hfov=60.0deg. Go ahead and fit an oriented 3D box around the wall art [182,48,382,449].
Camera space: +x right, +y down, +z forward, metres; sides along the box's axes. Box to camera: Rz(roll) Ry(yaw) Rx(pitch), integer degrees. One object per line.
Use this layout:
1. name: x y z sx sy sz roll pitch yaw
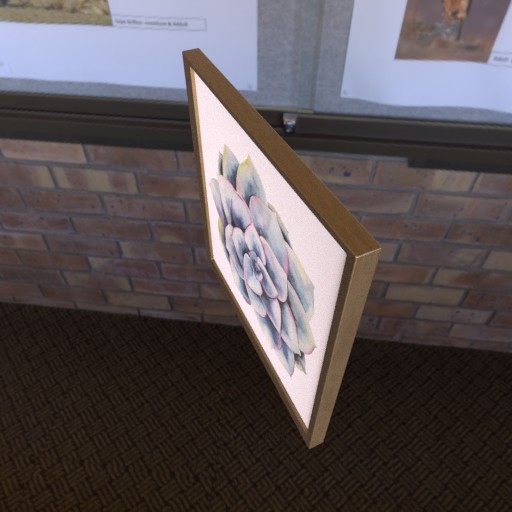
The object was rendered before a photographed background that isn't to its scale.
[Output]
1. wall art: 0.000 0.000 0.759 0.030 0.506 0.503 -19 50 -17
